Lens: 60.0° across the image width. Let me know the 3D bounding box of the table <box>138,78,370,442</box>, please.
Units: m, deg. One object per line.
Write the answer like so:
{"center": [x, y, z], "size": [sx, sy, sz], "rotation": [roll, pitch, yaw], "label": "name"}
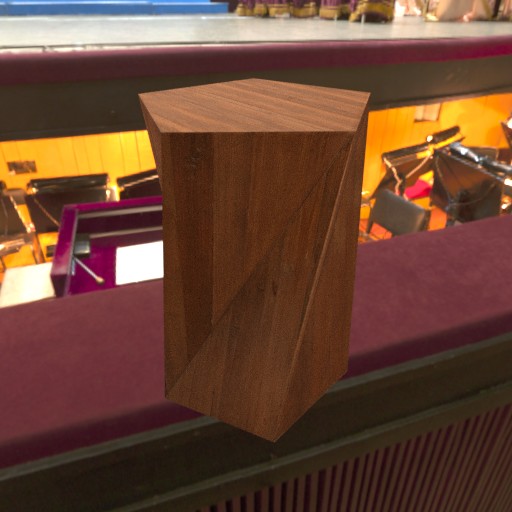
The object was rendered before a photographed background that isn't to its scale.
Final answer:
{"center": [0.000, 0.000, 0.898], "size": [0.441, 0.604, 0.425], "rotation": [-9, 33, -15], "label": "table"}
